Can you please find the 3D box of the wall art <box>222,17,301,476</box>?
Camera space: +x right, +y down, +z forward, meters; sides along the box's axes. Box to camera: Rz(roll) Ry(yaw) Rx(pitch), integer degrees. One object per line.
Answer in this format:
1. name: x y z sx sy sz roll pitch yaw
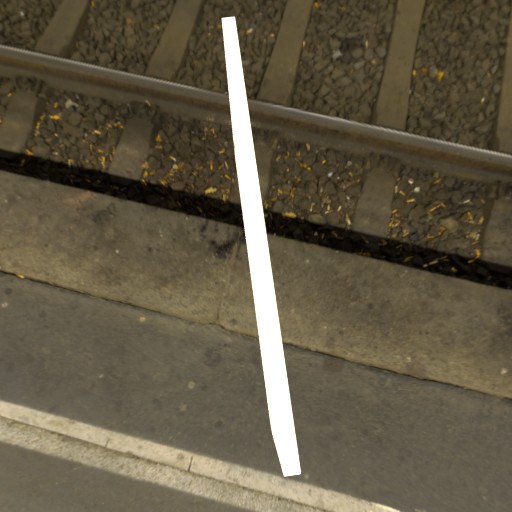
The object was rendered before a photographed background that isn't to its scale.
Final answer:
1. wall art: 0.000 0.000 1.424 0.038 0.767 1.144 -7 75 -2
